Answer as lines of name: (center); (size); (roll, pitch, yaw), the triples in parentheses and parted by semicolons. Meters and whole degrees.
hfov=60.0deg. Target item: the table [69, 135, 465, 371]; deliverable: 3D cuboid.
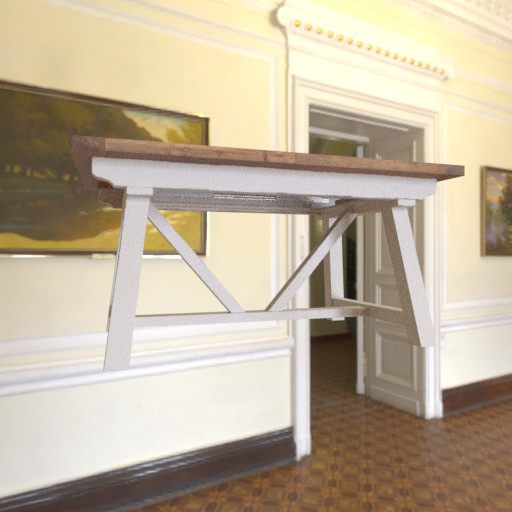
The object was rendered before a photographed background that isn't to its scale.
table: (0.000, 0.000, 2.027); (1.503, 0.743, 0.922); (0, 0, -18)
